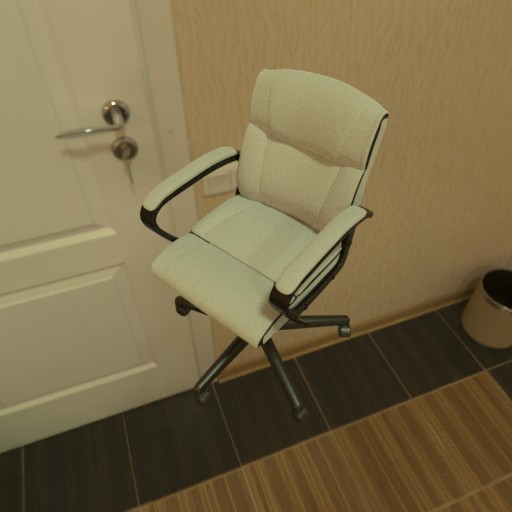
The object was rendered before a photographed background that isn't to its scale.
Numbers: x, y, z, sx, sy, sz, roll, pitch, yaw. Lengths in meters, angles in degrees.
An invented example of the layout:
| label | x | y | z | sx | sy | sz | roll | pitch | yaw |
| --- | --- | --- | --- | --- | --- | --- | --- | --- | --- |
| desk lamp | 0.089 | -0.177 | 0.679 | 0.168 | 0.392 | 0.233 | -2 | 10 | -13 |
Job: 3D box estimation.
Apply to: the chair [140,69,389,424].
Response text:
| label | x | y | z | sx | sy | sz | roll | pitch | yaw |
| --- | --- | --- | --- | --- | --- | --- | --- | --- | --- |
| chair | 0.000 | 0.000 | 1.496 | 0.739 | 1.004 | 0.717 | 31 | 53 | 27 |
